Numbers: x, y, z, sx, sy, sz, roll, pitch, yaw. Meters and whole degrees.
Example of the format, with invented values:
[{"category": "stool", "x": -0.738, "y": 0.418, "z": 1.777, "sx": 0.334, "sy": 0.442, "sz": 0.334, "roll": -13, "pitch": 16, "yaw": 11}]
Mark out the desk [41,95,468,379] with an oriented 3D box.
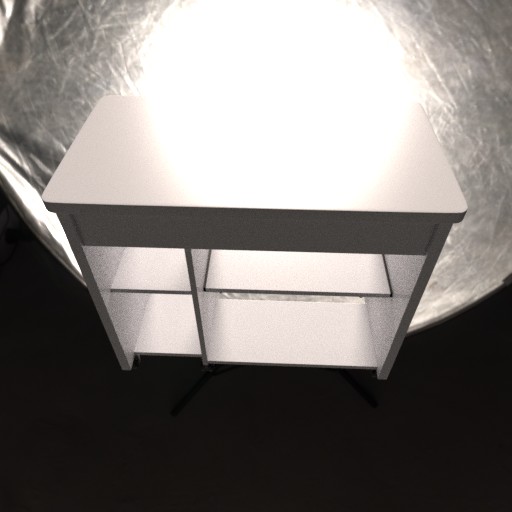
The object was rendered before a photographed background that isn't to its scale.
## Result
[{"category": "desk", "x": 0.000, "y": 0.000, "z": 1.327, "sx": 0.877, "sy": 0.763, "sz": 0.475, "roll": 2, "pitch": 46, "yaw": 2}]
